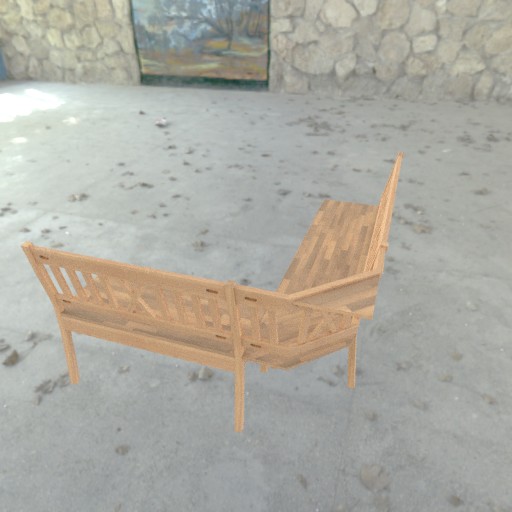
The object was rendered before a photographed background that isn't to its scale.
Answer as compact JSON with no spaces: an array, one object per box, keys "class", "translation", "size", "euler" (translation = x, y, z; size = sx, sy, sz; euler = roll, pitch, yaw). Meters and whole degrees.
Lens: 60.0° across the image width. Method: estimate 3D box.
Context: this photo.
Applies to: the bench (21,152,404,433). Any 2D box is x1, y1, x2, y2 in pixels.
[{"class":"bench","translation":[0.000,0.000,2.760],"size":[1.537,0.902,1.937],"euler":[10,32,16]}]
